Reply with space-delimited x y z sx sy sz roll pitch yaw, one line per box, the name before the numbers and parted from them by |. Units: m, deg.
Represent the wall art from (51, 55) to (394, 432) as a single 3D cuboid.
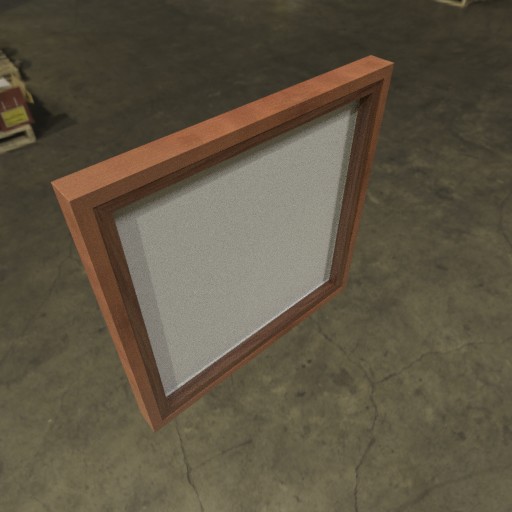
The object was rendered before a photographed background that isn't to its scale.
wall art | 0.000 0.000 0.578 0.403 0.403 0.035 -32 53 -28
